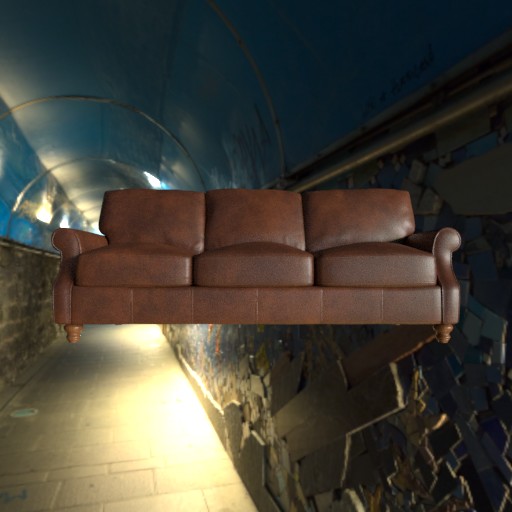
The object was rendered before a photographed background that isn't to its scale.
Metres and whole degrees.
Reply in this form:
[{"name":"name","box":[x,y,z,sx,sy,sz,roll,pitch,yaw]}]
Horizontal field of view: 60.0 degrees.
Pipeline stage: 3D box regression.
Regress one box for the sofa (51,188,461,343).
[{"name":"sofa","box":[0.000,0.000,2.850,2.351,0.977,0.973,0,-2,0]}]
